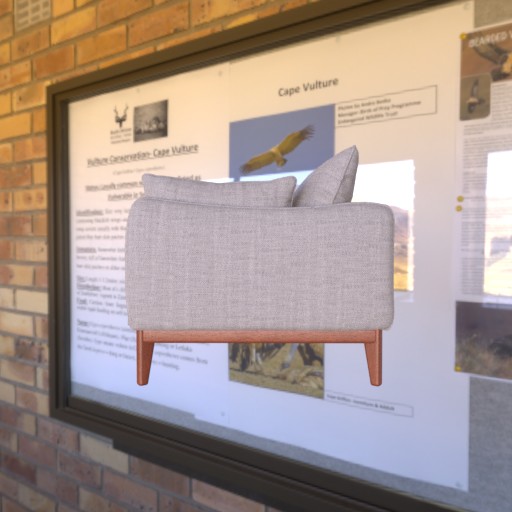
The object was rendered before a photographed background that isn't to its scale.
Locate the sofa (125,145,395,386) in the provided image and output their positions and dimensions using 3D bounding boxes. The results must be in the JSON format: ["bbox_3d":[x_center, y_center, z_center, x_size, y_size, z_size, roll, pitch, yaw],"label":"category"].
[{"bbox_3d":[0.000,0.000,2.462,0.972,0.851,1.989,0,2,0],"label":"sofa"}]
